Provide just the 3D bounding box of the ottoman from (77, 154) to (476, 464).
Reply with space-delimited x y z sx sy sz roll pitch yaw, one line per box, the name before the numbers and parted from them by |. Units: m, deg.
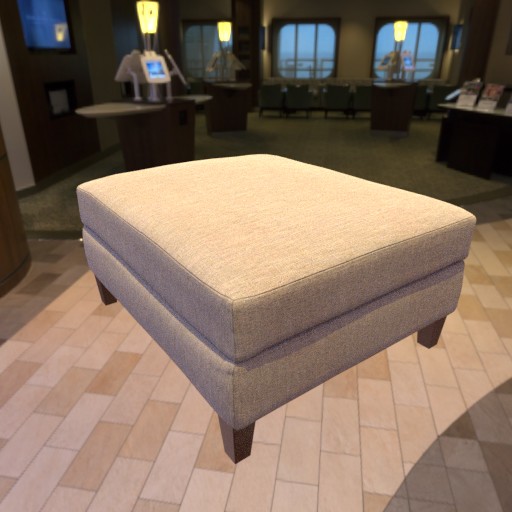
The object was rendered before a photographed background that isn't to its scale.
ottoman | 0.000 0.000 1.423 0.836 0.492 0.976 -17 30 -32
